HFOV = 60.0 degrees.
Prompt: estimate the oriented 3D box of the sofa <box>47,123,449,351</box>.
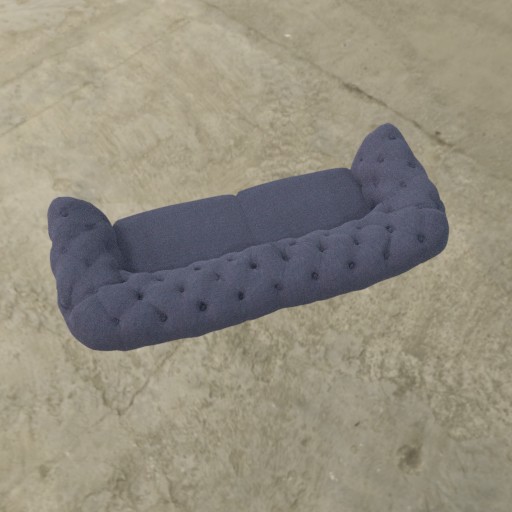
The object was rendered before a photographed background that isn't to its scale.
[{"bbox_3d":[0.000,0.000,2.852,2.335,0.836,1.046,-15,59,-9],"label":"sofa"}]
